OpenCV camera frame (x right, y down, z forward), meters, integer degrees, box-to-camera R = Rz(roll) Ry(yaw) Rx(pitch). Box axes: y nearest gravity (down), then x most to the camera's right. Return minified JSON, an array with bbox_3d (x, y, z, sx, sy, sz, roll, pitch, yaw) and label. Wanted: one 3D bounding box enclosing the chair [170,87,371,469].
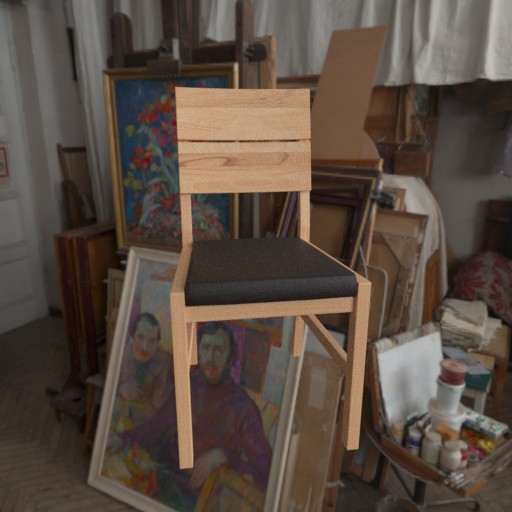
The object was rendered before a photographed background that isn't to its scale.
[{"bbox_3d":[0.000,0.000,1.283,0.475,0.950,0.560,-3,17,-8],"label":"chair"}]
